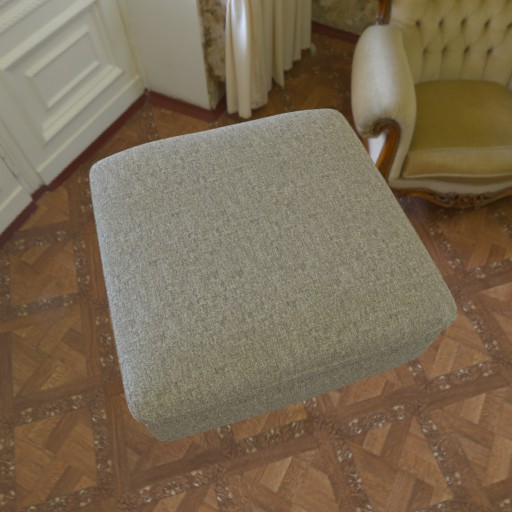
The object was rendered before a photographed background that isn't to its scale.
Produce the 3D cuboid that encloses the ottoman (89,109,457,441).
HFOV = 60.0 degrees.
[{"bbox_3d":[0.000,0.000,1.649,1.039,0.526,1.035,-15,60,-9],"label":"ottoman"}]
